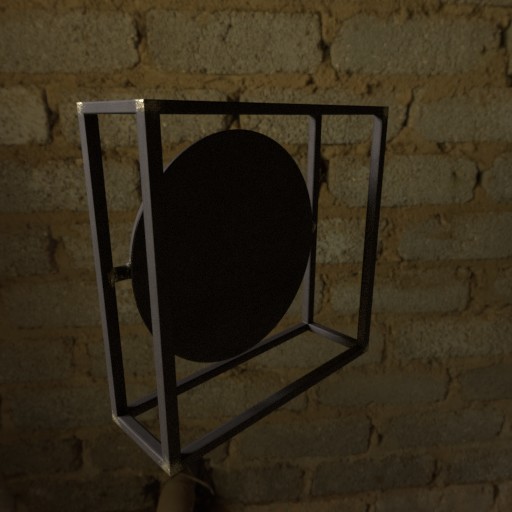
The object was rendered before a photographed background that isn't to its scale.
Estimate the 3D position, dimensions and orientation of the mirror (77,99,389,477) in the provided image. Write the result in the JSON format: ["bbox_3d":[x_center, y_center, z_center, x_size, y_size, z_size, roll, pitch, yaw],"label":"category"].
[{"bbox_3d":[0.000,0.000,0.469,0.306,0.303,0.107,-16,24,-42],"label":"mirror"}]
